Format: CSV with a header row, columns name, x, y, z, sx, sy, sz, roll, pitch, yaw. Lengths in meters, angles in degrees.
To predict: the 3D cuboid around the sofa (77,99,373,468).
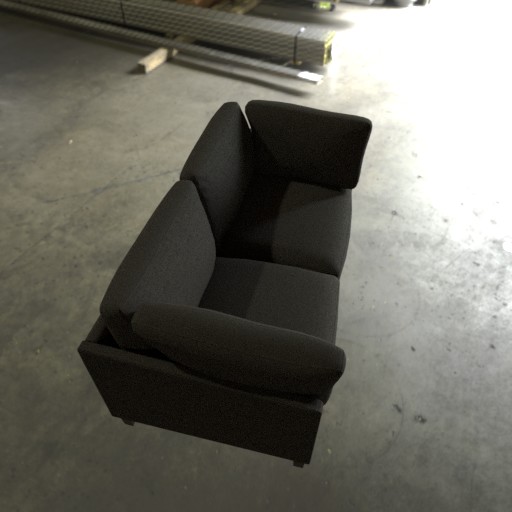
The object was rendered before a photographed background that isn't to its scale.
name,x,y,z,sx,sy,sz,roll,pitch,yaw
sofa,0.000,0.000,2.307,0.969,0.920,1.751,10,47,9
